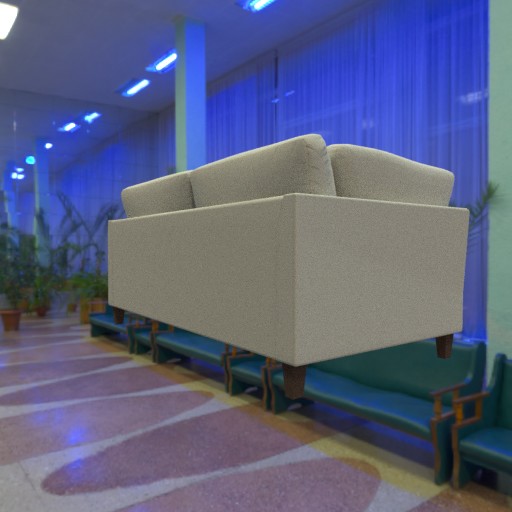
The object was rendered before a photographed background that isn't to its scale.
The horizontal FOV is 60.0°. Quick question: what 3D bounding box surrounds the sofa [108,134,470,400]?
[{"bbox_3d":[0.000,0.000,2.275,0.970,0.836,1.776,-1,1,-36],"label":"sofa"}]
